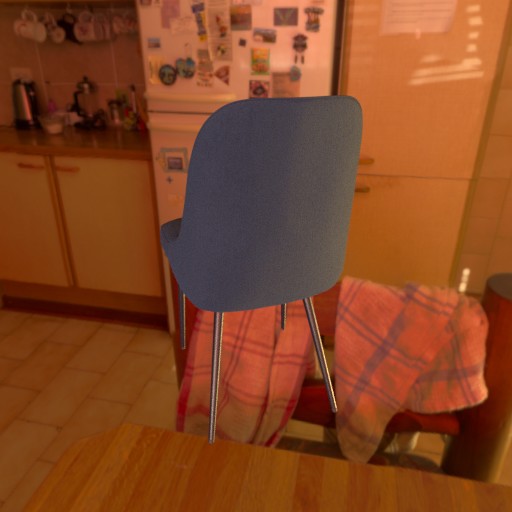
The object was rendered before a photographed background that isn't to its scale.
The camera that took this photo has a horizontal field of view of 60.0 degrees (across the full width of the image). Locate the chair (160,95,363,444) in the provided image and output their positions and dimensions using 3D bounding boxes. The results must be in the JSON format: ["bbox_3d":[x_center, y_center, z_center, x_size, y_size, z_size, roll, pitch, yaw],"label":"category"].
[{"bbox_3d":[0.000,0.000,1.239,0.478,0.896,0.559,-8,27,-16],"label":"chair"}]
